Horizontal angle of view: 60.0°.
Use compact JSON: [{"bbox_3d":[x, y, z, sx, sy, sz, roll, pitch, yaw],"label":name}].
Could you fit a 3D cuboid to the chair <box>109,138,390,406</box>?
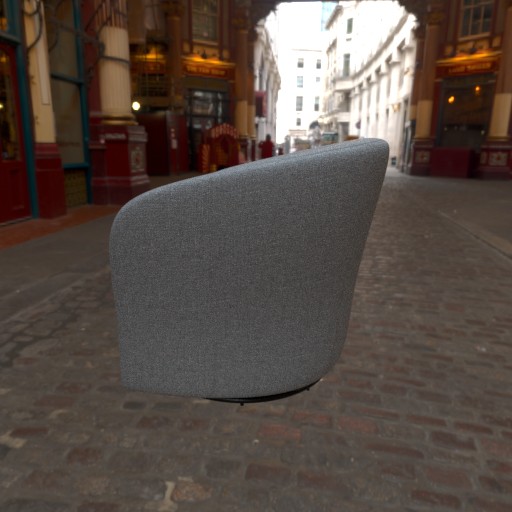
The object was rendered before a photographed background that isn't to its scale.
[{"bbox_3d":[0.000,0.000,1.499,0.815,0.771,0.791,2,14,8],"label":"chair"}]
